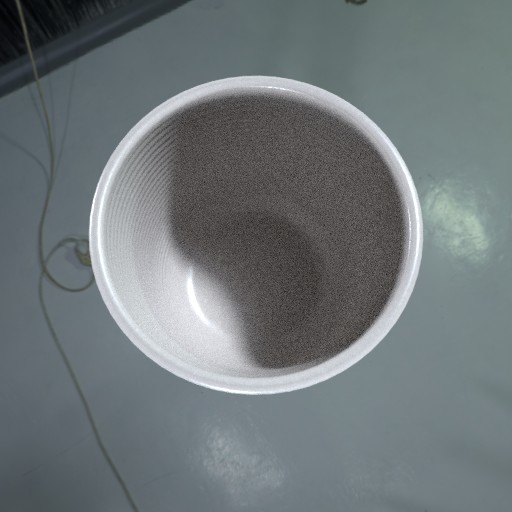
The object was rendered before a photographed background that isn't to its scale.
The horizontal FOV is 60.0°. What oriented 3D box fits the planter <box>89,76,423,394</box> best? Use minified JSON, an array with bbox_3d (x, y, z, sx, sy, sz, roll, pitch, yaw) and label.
[{"bbox_3d":[0.000,0.000,0.216,0.124,0.109,0.124,0,76,0],"label":"planter"}]
